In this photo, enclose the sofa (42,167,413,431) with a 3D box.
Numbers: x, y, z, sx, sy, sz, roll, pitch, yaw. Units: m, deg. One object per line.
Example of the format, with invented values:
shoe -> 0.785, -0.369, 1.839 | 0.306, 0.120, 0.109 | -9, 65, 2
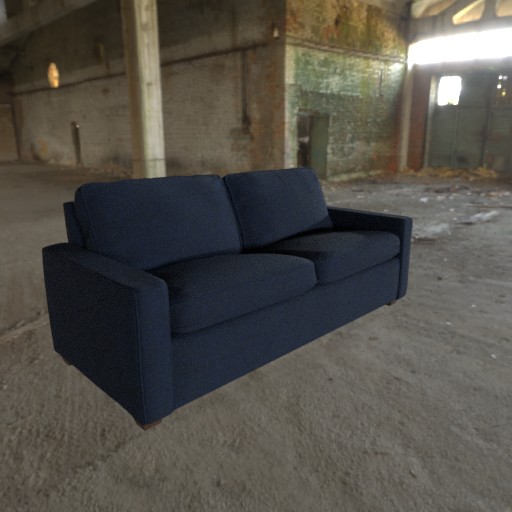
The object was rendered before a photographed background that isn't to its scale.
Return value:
sofa -> 0.000, 0.000, 2.558 | 2.080, 0.919, 0.940 | -14, 21, -43
